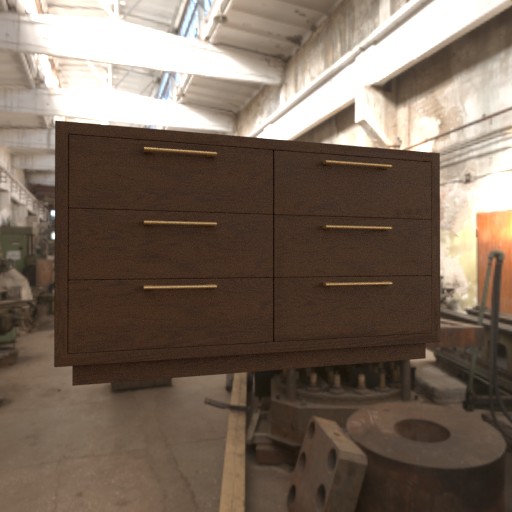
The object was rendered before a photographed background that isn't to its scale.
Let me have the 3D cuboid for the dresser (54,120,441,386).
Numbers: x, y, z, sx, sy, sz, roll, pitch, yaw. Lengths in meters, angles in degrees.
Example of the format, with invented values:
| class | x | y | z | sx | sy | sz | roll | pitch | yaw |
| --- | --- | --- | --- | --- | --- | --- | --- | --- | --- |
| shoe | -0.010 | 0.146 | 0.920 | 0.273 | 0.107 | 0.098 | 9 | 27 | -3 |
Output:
| class | x | y | z | sx | sy | sz | roll | pitch | yaw |
| --- | --- | --- | --- | --- | --- | --- | --- | --- | --- |
| dresser | 0.000 | 0.000 | 1.894 | 1.523 | 0.889 | 0.512 | 0 | -1 | -17 |
